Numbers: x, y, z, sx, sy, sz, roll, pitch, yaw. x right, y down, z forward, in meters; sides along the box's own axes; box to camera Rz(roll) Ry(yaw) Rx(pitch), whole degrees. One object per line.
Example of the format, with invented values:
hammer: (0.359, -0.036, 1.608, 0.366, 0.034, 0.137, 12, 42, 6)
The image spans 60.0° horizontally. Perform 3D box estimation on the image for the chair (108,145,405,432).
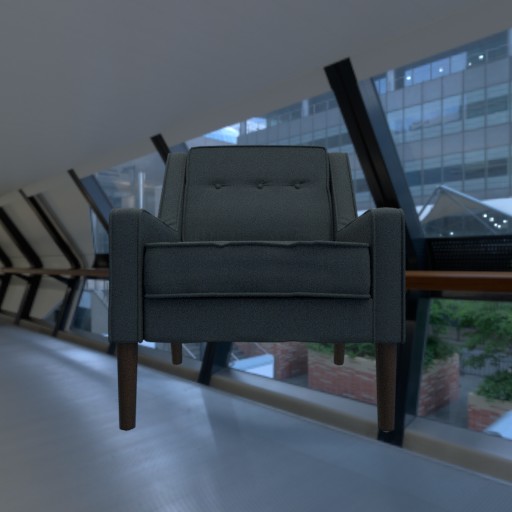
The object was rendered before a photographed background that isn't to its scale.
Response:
chair: (0.000, 0.000, 1.310, 0.663, 0.780, 0.733, 0, 0, 1)
